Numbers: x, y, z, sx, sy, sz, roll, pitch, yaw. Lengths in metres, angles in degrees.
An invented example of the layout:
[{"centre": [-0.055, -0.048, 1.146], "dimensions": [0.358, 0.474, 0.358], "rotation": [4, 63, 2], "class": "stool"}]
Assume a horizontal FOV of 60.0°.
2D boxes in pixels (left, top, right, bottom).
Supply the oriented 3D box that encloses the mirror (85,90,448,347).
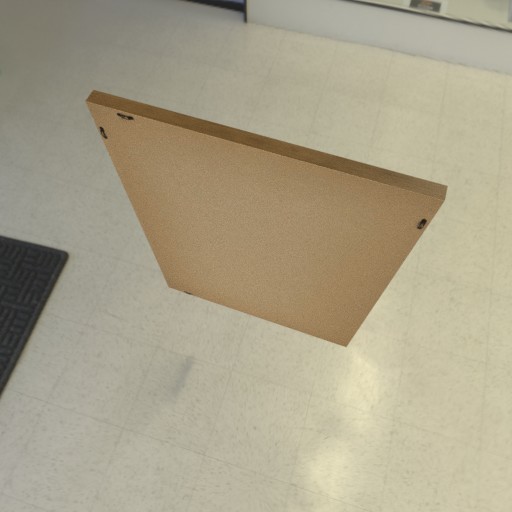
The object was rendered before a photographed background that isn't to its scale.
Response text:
[{"centre": [0.000, 0.000, 1.347], "dimensions": [0.762, 1.016, 0.041], "rotation": [18, 64, 9], "class": "mirror"}]
